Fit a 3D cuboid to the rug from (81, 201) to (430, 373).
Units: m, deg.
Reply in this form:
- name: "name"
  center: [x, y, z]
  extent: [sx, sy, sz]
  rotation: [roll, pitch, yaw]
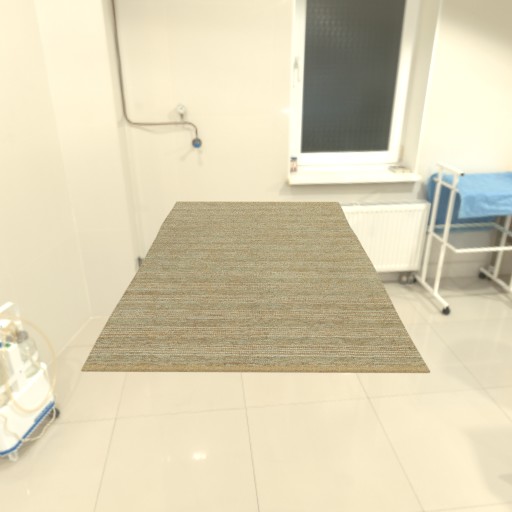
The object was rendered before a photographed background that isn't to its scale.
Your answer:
- name: "rug"
  center: [0.000, 0.000, 3.045]
  extent: [1.540, 0.012, 2.448]
  rotation: [0, 24, 0]
